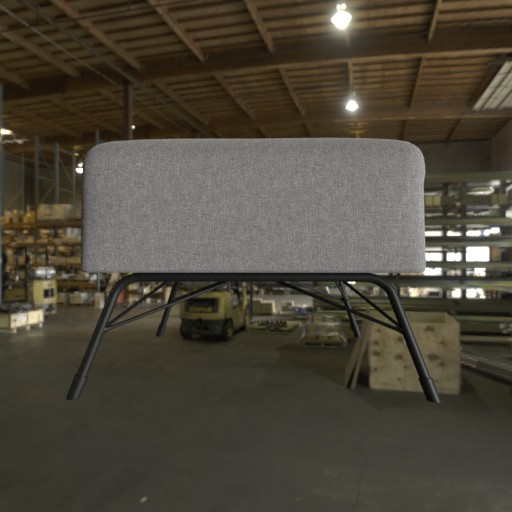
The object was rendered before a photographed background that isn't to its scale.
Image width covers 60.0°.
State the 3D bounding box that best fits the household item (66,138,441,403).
[{"bbox_3d":[0.000,0.000,0.885,0.530,0.410,0.530,0,0,1],"label":"household item"}]
